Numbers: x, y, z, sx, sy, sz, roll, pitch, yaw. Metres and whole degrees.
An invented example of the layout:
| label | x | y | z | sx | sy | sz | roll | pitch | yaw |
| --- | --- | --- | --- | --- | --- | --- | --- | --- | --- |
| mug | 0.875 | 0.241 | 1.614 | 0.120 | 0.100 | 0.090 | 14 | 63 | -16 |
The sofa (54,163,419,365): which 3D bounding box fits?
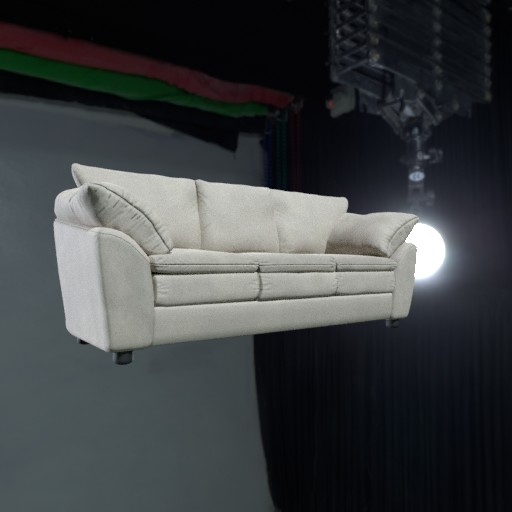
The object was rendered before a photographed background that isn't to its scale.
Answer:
| label | x | y | z | sx | sy | sz | roll | pitch | yaw |
| --- | --- | --- | --- | --- | --- | --- | --- | --- | --- |
| sofa | 0.000 | 0.000 | 2.830 | 2.334 | 0.996 | 0.878 | 1 | -1 | -36 |
